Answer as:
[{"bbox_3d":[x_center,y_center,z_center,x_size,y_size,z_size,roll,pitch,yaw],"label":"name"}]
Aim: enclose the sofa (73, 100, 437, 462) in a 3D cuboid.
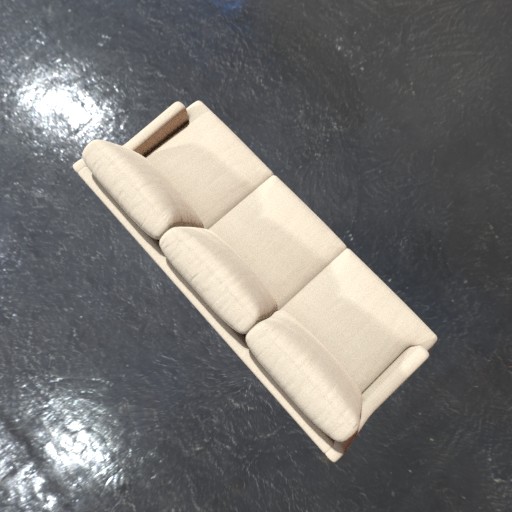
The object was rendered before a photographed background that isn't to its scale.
[{"bbox_3d":[0.000,0.000,2.839,1.000,0.913,2.321,-41,79,-10],"label":"sofa"}]
